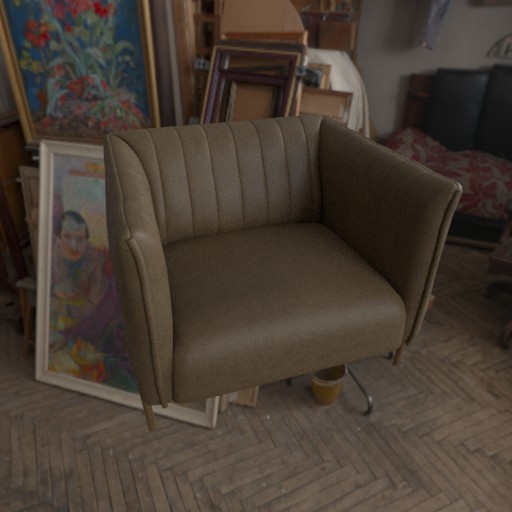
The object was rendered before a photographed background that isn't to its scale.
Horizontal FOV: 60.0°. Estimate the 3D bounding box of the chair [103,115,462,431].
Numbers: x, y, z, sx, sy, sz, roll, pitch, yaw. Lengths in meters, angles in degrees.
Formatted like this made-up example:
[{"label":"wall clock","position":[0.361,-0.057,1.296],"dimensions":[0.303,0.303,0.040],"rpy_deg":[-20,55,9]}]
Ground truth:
[{"label":"chair","position":[0.000,0.000,1.609],"dimensions":[0.981,0.779,0.876],"rpy_deg":[-10,32,-16]}]
